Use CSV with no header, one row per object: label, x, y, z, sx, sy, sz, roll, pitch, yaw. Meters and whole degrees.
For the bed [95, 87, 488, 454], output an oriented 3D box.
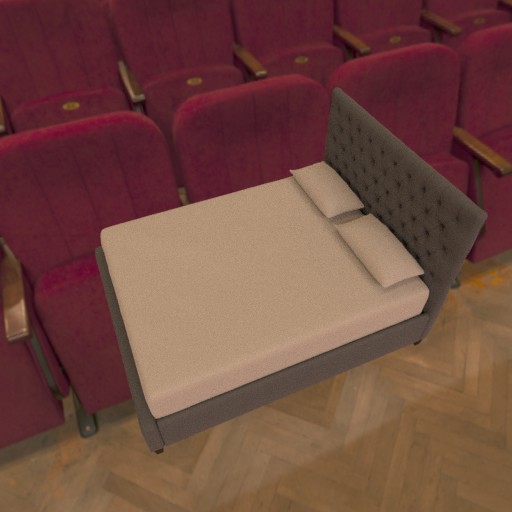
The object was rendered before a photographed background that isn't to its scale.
bed,0.000,0.000,3.281,2.231,1.427,1.698,-18,50,-16
